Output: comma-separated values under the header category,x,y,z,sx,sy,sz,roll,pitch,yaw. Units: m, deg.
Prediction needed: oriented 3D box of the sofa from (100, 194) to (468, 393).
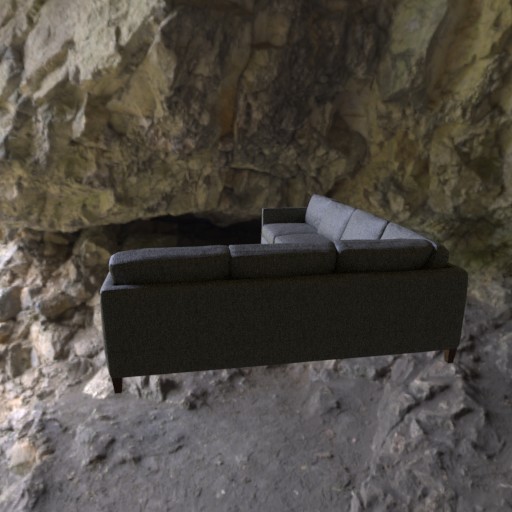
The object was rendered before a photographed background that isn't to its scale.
category,x,y,z,sx,sy,sz,roll,pitch,yaw
sofa,0.000,0.000,4.575,2.593,0.947,3.302,-3,15,-9
